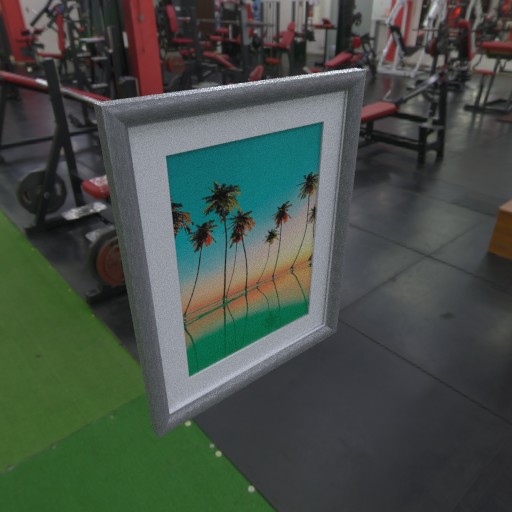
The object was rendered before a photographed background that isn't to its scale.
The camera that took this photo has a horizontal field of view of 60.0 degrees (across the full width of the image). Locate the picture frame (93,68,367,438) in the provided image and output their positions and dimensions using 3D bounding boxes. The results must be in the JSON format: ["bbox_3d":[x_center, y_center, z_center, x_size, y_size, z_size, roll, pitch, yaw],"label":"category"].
[{"bbox_3d":[0.000,0.000,0.760,0.454,0.559,0.029,-22,37,-33],"label":"picture frame"}]
